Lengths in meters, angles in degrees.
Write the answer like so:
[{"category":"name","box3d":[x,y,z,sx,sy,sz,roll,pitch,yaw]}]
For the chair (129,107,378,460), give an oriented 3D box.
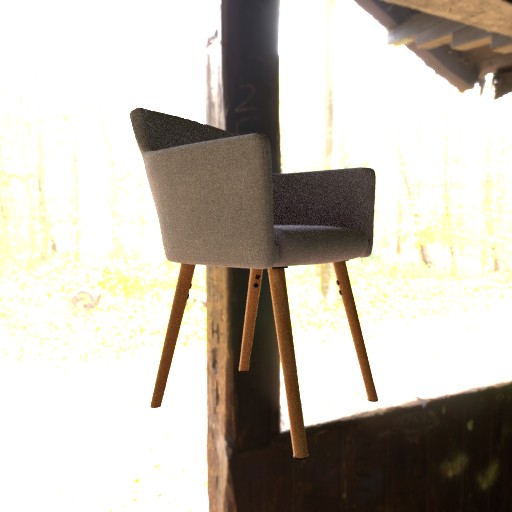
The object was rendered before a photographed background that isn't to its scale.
[{"category":"chair","box3d":[0.000,0.000,1.180,0.540,0.780,0.570,2,4,36]}]
